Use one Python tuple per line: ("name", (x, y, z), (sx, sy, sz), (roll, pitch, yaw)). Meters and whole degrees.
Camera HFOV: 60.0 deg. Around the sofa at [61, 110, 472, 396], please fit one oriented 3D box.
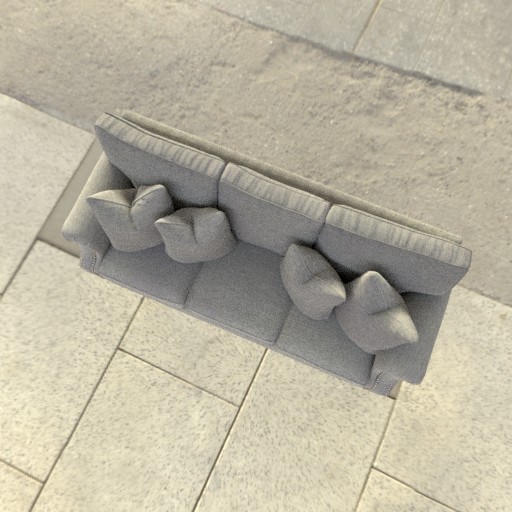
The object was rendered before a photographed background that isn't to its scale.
("sofa", (0.000, 0.000, 2.764), (2.312, 0.975, 0.965), (22, 76, 6))
